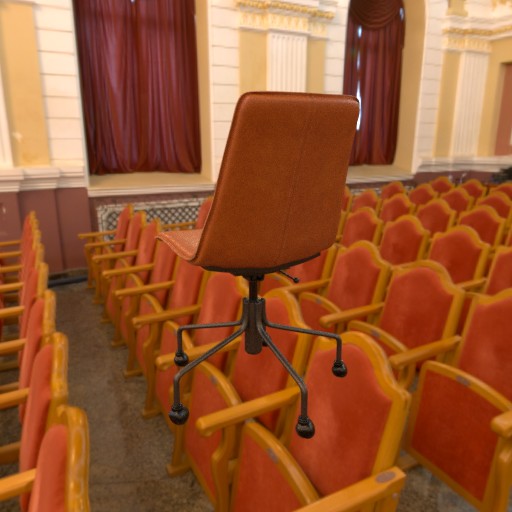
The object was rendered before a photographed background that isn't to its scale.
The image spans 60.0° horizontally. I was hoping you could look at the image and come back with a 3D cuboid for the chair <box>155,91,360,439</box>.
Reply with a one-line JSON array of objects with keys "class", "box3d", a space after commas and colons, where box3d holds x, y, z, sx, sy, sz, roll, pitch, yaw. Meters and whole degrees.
[{"class": "chair", "box3d": [0.000, 0.000, 1.399, 0.651, 0.920, 0.660, -7, 16, -26]}]
